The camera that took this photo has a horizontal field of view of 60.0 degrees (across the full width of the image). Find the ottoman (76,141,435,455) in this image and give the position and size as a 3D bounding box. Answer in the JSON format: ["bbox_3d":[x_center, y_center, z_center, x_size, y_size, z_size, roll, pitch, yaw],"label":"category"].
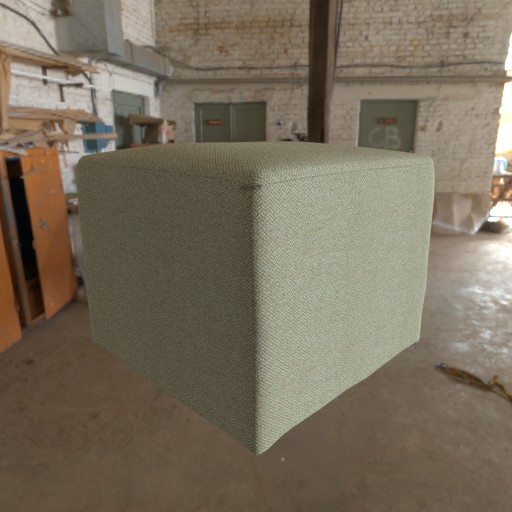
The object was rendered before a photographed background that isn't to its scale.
[{"bbox_3d":[0.000,0.000,0.910,0.512,0.453,0.521,15,21,43],"label":"ottoman"}]
